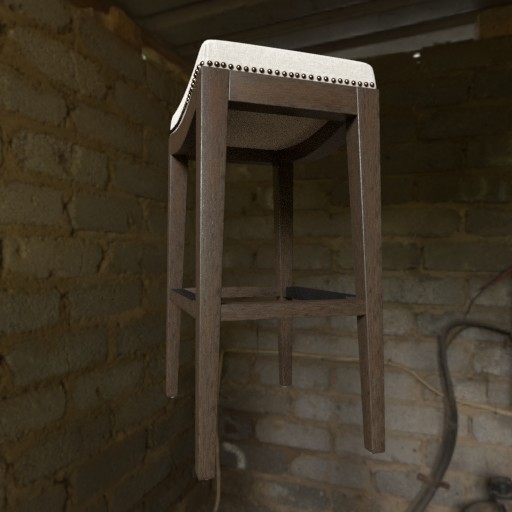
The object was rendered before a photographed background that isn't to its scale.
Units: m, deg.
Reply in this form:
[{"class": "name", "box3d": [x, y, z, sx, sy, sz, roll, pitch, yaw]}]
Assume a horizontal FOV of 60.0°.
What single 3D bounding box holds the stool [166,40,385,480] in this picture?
[{"class": "stool", "box3d": [0.000, 0.000, 1.027, 0.358, 0.759, 0.498, 0, -1, -18]}]
